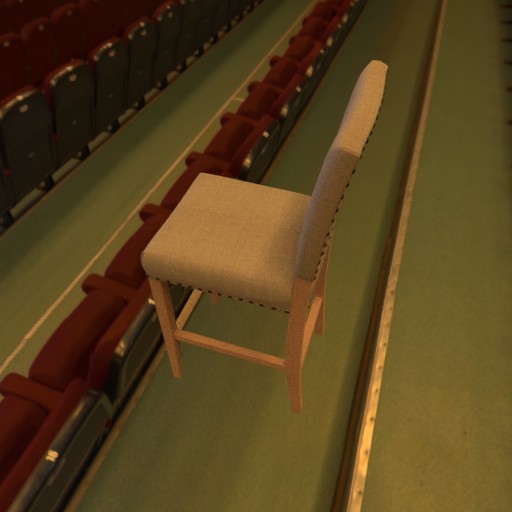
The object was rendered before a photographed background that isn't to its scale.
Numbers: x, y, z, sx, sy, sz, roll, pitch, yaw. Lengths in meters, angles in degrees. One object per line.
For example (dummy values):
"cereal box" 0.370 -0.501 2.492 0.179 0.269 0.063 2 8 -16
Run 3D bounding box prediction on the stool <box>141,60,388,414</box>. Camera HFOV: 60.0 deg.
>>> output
"stool" 0.000 0.000 1.457 0.585 1.173 0.445 14 48 13
